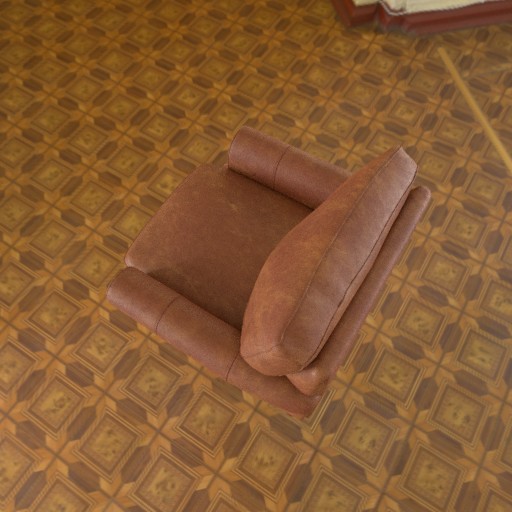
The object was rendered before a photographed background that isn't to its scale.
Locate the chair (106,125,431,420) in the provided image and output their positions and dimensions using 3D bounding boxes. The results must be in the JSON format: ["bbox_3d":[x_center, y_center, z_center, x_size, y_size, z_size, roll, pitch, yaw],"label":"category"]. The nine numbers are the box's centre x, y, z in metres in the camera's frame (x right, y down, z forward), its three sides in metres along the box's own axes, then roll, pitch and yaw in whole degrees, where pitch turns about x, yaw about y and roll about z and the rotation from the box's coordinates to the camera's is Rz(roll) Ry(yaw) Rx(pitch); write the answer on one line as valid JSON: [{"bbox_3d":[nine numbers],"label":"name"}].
[{"bbox_3d":[0.000,0.000,1.795,0.986,0.962,0.983,29,66,14],"label":"chair"}]
